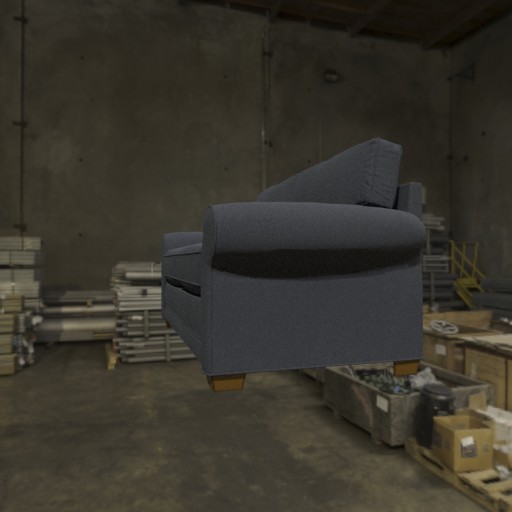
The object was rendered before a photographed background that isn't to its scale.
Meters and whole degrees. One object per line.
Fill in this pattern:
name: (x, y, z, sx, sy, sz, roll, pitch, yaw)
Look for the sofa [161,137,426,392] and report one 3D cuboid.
sofa: (0.000, 0.000, 2.607, 0.951, 1.031, 2.009, 0, -1, -17)
